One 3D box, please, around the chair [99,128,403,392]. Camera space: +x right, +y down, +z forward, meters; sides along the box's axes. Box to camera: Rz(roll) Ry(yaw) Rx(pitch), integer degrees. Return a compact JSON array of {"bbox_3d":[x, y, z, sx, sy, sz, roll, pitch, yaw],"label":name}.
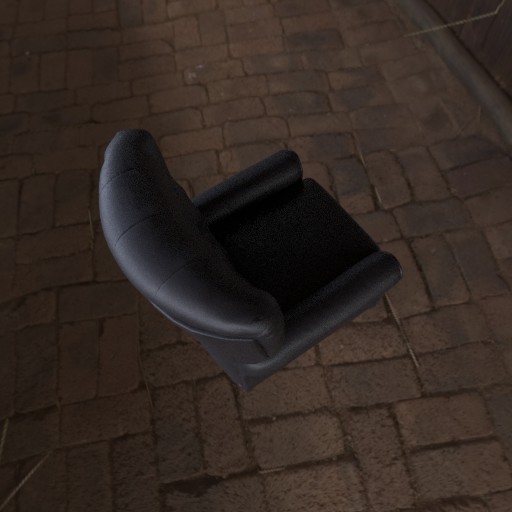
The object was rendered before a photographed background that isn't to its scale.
[{"bbox_3d":[0.000,0.000,1.954,1.058,1.158,0.948,-30,65,-16],"label":"chair"}]
